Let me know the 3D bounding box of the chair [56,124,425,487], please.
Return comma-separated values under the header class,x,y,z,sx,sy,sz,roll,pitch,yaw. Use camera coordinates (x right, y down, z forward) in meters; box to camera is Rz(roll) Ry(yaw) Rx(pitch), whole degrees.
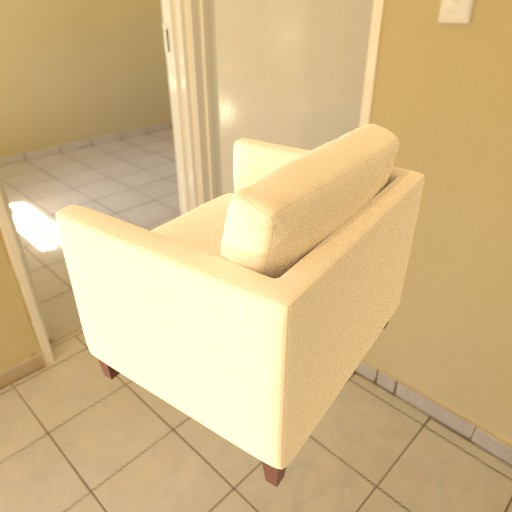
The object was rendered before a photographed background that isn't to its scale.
class,x,y,z,sx,sy,sz,roll,pitch,yaw
chair,0.000,0.000,1.625,0.878,0.885,1.019,20,36,29
